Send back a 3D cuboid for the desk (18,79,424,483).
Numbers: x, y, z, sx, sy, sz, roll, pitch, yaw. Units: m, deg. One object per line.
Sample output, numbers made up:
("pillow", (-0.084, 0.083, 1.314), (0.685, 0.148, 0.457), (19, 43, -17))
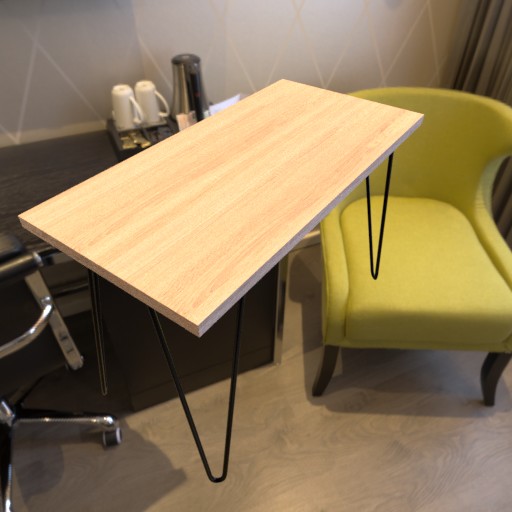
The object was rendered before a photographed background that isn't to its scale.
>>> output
("desk", (0.000, 0.000, 1.326), (0.499, 0.660, 0.991), (26, 47, 26))
